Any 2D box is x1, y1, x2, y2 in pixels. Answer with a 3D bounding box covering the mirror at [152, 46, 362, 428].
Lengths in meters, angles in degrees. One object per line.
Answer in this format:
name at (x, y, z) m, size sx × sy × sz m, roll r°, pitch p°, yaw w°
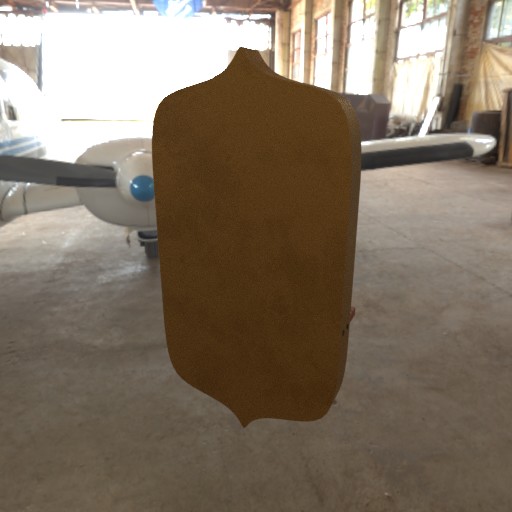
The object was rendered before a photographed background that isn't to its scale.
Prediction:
mirror at (0.000, 0.000, 0.723) m, size 0.323 × 0.613 × 0.096 m, roll 9°, pitch 21°, yaw 25°
